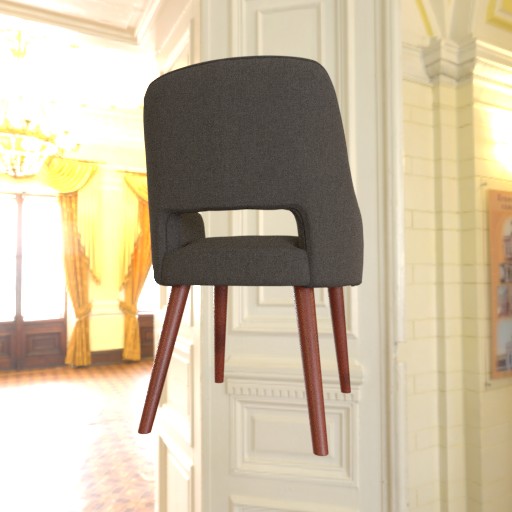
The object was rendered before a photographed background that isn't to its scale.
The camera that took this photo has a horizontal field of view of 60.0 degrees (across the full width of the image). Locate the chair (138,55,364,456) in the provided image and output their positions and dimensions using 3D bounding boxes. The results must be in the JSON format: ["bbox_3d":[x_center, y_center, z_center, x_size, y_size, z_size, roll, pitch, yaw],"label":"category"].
[{"bbox_3d":[0.000,0.000,1.204,0.559,0.838,0.560,-1,-2,17],"label":"chair"}]
